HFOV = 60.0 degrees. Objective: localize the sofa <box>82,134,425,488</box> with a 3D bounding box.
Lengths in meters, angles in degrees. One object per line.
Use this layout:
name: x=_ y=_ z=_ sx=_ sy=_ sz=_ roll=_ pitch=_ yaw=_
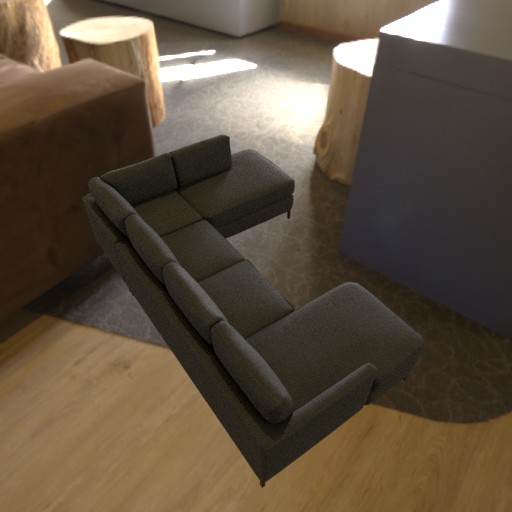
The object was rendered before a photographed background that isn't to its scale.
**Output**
sofa: x=0.000 y=0.000 z=3.834 sx=1.984 sy=0.858 sz=2.975 roll=-26 pitch=49 yaw=-25
